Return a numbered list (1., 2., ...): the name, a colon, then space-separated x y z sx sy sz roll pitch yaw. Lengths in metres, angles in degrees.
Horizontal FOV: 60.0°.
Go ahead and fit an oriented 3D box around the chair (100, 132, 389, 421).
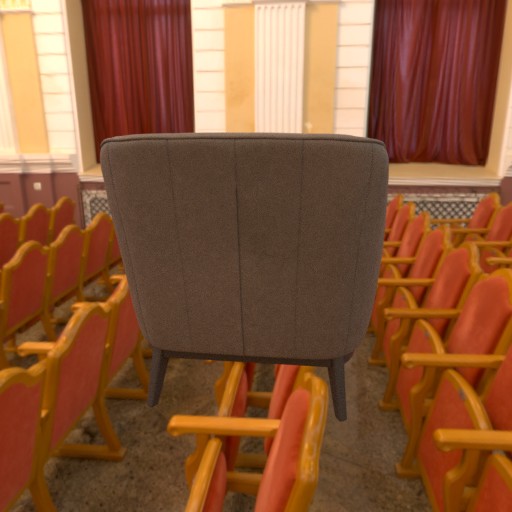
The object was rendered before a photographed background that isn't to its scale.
1. chair: 0.000 0.000 1.544 0.871 0.830 0.852 2 16 7
